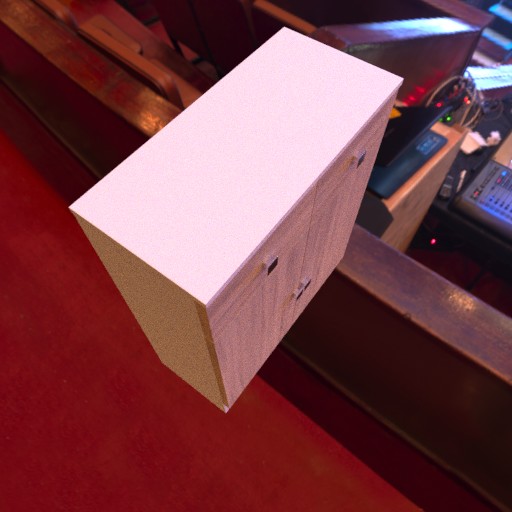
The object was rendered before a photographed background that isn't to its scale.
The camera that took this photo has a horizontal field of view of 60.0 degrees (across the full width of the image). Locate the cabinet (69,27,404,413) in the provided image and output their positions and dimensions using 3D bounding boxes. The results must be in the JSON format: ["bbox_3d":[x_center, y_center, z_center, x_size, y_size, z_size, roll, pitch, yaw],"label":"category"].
[{"bbox_3d":[0.000,0.000,1.132,0.296,0.815,0.600,33,64,18],"label":"cabinet"}]
